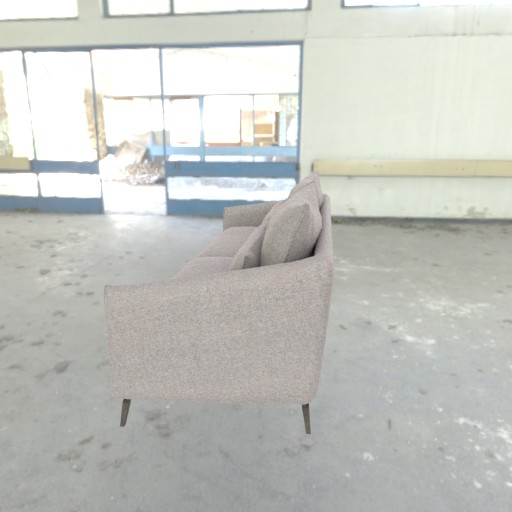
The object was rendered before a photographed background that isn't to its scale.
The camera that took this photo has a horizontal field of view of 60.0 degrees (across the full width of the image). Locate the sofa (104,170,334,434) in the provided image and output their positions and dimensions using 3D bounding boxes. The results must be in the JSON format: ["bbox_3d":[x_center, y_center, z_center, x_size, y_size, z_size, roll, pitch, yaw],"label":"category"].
[{"bbox_3d":[0.000,0.000,2.451,0.809,0.833,2.022,2,15,8],"label":"sofa"}]
